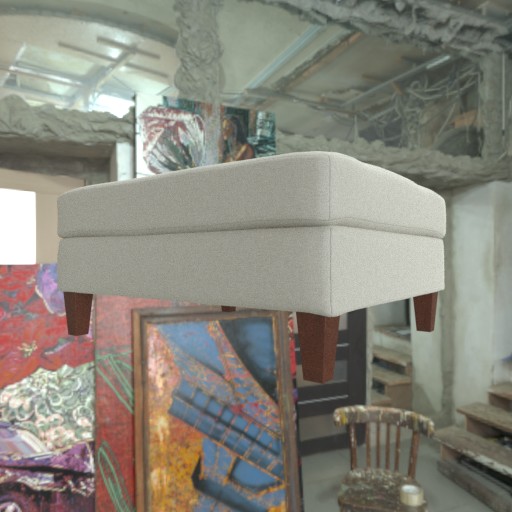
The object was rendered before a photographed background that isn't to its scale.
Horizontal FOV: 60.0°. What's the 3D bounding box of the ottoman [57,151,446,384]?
[{"bbox_3d":[0.000,0.000,1.426,0.976,0.492,0.836,0,0,37],"label":"ottoman"}]
